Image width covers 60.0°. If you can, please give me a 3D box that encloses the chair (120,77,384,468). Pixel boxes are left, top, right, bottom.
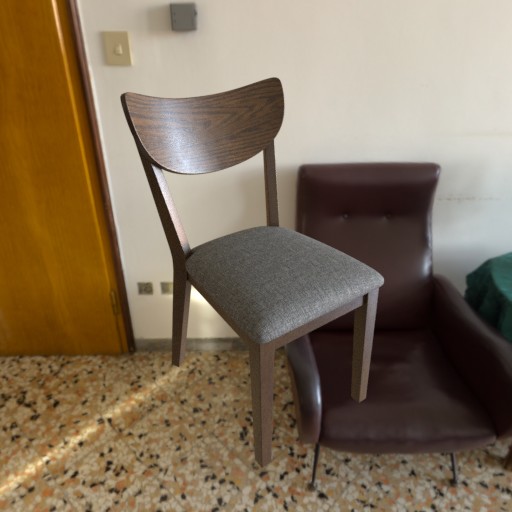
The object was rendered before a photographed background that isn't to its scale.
[{"bbox_3d":[0.000,0.000,1.228,0.491,0.849,0.583,-20,35,-31],"label":"chair"}]
